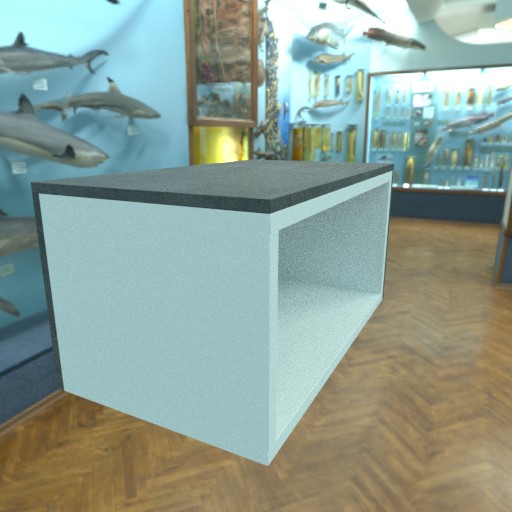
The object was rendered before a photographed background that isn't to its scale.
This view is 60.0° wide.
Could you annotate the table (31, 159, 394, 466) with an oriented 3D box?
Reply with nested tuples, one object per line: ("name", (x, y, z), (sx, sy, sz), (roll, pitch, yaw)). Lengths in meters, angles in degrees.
("table", (0.000, 0.000, 0.922), (0.400, 0.350, 0.700), (8, 17, 26))
